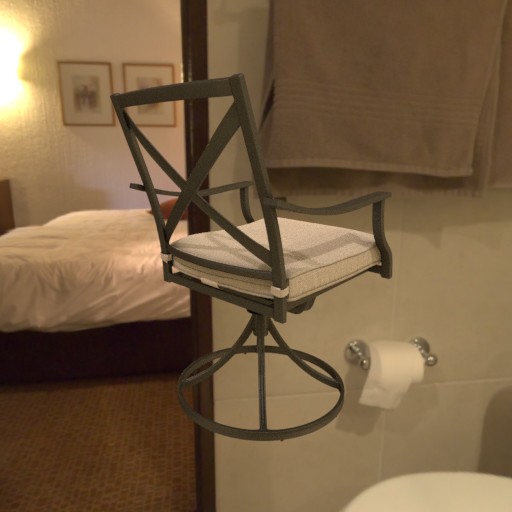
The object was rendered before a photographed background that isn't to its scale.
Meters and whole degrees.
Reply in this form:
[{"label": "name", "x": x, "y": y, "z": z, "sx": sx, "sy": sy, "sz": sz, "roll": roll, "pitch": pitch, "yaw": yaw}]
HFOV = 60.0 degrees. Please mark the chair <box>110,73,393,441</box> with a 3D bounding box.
[{"label": "chair", "x": 0.000, "y": 0.000, "z": 1.294, "sx": 0.575, "sy": 0.889, "sz": 0.620, "roll": 13, "pitch": 19, "yaw": 43}]
